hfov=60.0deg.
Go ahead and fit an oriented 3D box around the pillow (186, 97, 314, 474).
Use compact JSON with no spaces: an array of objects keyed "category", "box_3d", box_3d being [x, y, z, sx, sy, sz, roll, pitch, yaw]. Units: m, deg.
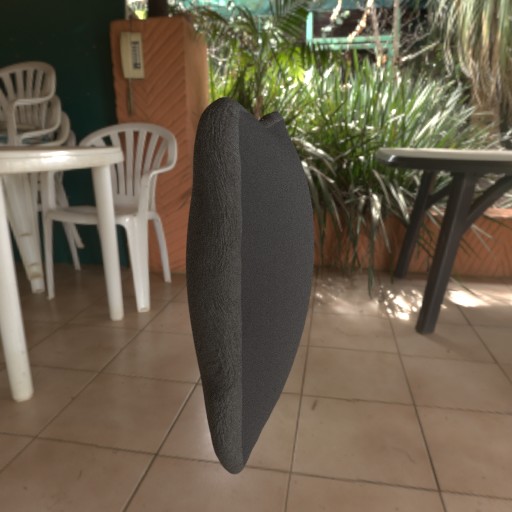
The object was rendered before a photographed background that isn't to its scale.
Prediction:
[{"category":"pillow","box_3d":[0.000,0.000,0.808,0.210,0.523,0.533,2,16,8]}]
